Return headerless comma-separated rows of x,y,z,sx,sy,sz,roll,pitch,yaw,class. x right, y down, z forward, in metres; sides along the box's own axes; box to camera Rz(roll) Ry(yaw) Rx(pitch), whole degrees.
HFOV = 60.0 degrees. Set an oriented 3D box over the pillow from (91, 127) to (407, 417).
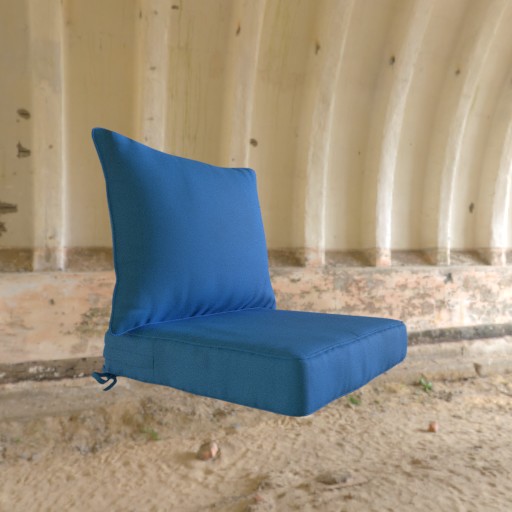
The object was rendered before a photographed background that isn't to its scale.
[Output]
0.000,0.000,1.364,0.733,0.725,0.798,0,-1,36,pillow
